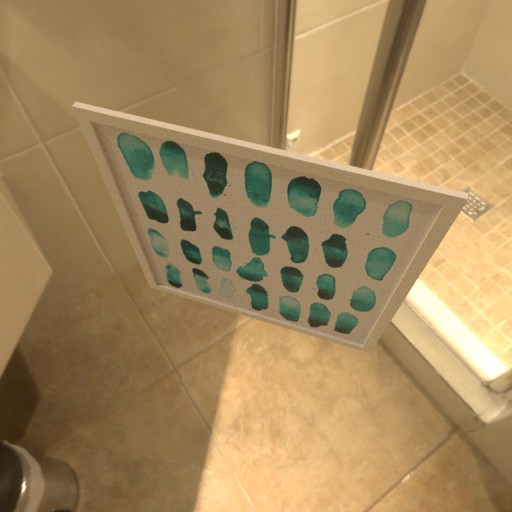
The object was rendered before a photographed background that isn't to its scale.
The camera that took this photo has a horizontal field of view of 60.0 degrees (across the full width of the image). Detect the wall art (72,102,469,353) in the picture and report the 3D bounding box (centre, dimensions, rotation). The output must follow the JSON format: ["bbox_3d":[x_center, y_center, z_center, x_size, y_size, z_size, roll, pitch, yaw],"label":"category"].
[{"bbox_3d":[0.000,0.000,0.684,0.456,0.457,0.009,15,59,9],"label":"wall art"}]
